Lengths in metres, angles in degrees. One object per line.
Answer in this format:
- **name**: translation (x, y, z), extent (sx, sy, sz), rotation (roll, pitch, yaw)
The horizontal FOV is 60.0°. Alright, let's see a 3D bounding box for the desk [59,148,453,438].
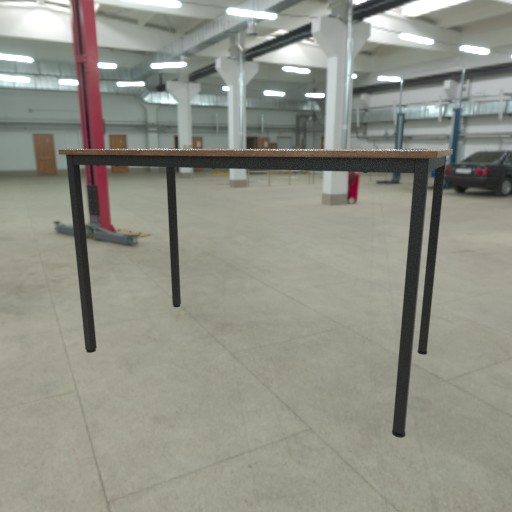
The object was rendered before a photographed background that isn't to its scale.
- **desk**: translation (0.000, 0.000, 1.595), extent (1.200, 0.749, 0.600), rotation (7, 15, 26)
